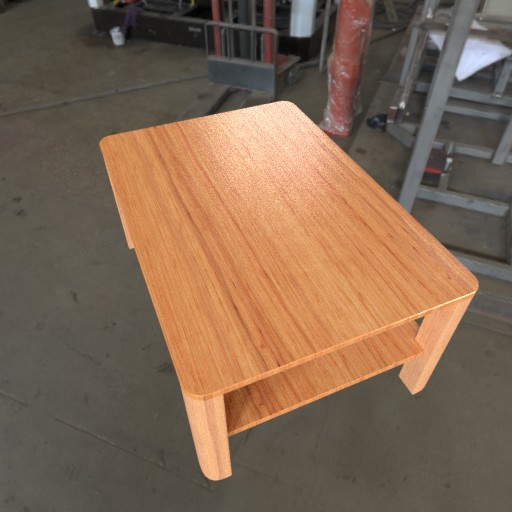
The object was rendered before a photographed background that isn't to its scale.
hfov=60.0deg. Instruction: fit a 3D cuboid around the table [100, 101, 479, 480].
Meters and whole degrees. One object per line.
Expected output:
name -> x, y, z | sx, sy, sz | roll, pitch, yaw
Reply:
table -> 0.000, 0.000, 1.372 | 0.696, 0.445, 0.997 | -17, 47, -16
